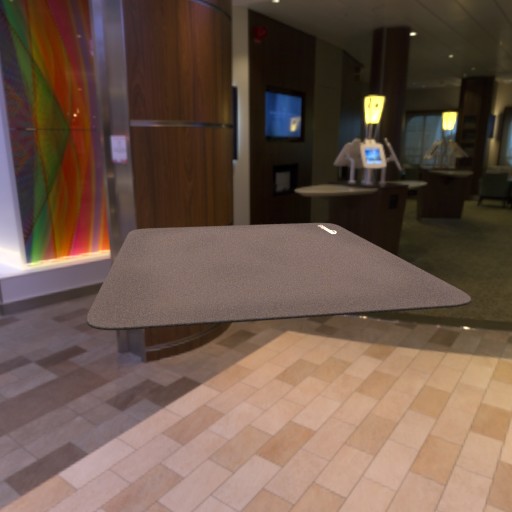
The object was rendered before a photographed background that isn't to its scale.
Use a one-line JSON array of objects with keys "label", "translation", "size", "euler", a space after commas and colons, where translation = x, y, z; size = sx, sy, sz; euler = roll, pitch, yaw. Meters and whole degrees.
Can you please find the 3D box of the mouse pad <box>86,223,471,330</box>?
[{"label": "mouse pad", "translation": [0.000, 0.000, 0.435], "size": [0.269, 0.002, 0.315], "euler": [-3, 15, -10]}]
